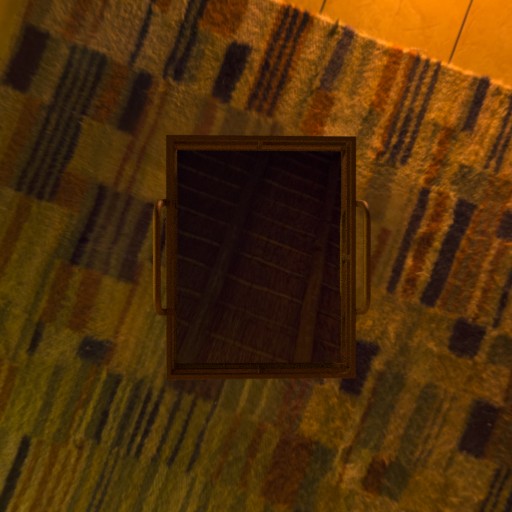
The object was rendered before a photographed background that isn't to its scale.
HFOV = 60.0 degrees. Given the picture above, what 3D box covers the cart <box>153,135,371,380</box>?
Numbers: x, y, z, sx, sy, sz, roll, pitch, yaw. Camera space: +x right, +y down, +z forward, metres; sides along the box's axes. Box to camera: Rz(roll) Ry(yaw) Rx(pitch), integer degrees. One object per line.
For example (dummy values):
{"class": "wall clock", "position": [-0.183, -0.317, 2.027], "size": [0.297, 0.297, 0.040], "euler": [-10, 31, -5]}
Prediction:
{"class": "cart", "position": [0.000, 0.000, 1.267], "size": [0.441, 0.883, 0.711], "euler": [0, 90, -2]}
